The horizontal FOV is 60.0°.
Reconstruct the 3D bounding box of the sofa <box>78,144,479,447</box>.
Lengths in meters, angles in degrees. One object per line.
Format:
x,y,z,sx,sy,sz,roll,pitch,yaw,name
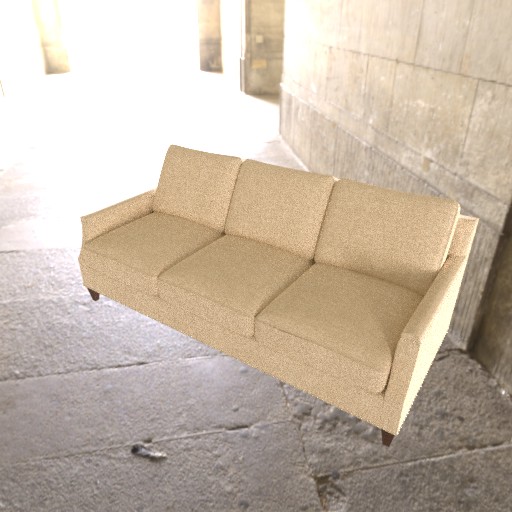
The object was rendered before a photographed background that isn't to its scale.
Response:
0.000,0.000,2.717,2.210,0.940,1.041,18,34,30,sofa
